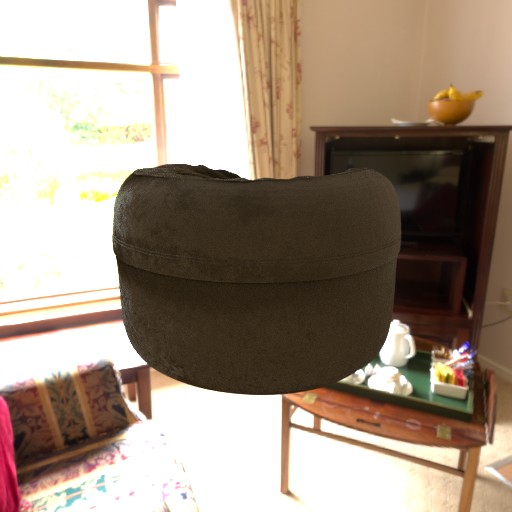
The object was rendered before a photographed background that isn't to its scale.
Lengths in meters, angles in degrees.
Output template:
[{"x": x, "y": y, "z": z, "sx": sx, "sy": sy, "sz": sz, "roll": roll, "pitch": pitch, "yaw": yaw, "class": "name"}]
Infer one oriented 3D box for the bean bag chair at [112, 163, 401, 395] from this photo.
[{"x": 0.000, "y": 0.000, "z": 1.494, "sx": 0.918, "sy": 0.605, "sz": 0.918, "roll": 0, "pitch": 15, "yaw": 0, "class": "bean bag chair"}]
